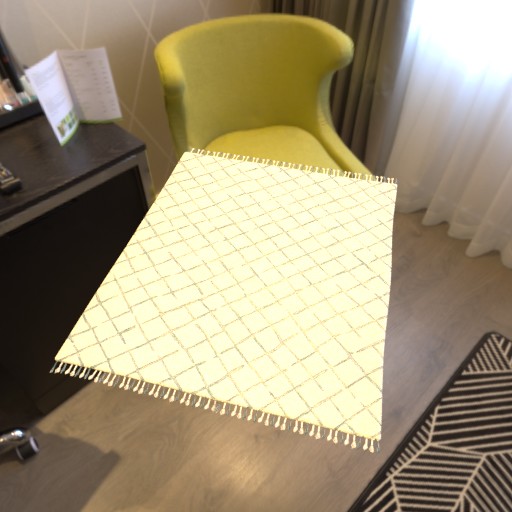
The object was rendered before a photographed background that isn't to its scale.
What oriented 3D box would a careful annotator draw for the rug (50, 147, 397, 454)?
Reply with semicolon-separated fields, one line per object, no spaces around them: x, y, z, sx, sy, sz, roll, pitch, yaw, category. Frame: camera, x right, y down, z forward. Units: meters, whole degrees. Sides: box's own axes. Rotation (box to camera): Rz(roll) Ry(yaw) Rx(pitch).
0.000;0.000;4.838;2.892;0.036;3.585;11;48;10;rug
